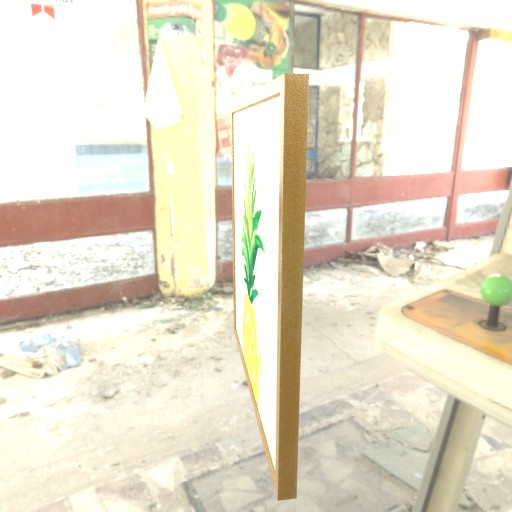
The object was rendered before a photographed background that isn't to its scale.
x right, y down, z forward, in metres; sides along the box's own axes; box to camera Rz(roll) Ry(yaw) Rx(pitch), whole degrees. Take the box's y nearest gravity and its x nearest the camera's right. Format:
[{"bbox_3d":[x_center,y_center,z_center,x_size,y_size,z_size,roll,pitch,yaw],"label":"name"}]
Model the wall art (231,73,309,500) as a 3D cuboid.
[{"bbox_3d":[0.000,0.000,1.110,0.037,0.760,0.762,-2,16,-9],"label":"wall art"}]
